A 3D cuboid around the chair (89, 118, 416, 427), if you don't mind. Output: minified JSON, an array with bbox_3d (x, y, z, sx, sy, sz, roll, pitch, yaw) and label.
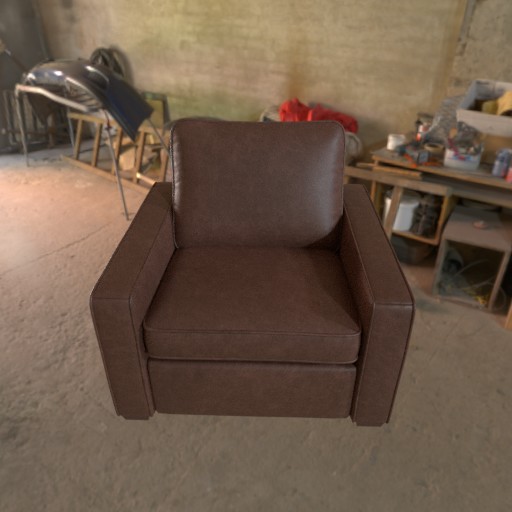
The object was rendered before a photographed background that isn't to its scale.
[{"bbox_3d":[0.000,0.000,1.757,1.017,0.919,0.940,1,32,2],"label":"chair"}]
